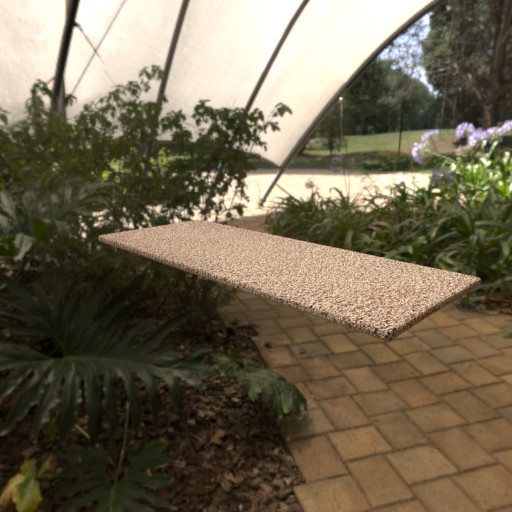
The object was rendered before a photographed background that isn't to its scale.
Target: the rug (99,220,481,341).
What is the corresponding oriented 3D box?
[{"bbox_3d":[0.000,0.000,1.789,0.609,0.030,1.524,-14,21,-43],"label":"rug"}]
